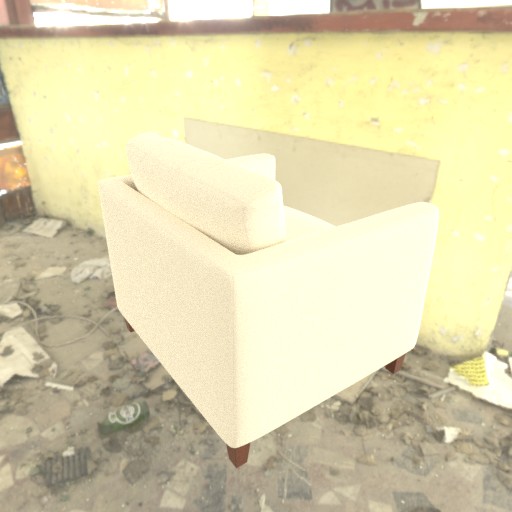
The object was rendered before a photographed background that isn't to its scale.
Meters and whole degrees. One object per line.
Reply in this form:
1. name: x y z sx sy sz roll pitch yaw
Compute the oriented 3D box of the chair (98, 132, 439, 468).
1. chair: 0.000 0.000 1.727 0.878 0.885 1.019 -17 31 -32
